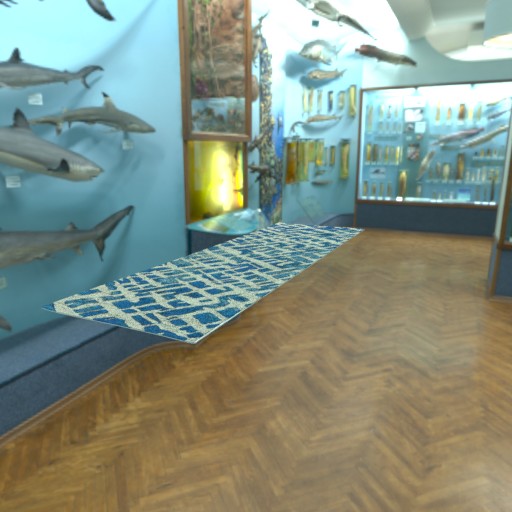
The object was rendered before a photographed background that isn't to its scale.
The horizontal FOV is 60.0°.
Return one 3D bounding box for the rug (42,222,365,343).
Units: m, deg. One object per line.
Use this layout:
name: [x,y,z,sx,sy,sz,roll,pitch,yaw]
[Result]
rug: [0.000,0.000,2.737,0.768,0.011,2.446,7,15,26]
